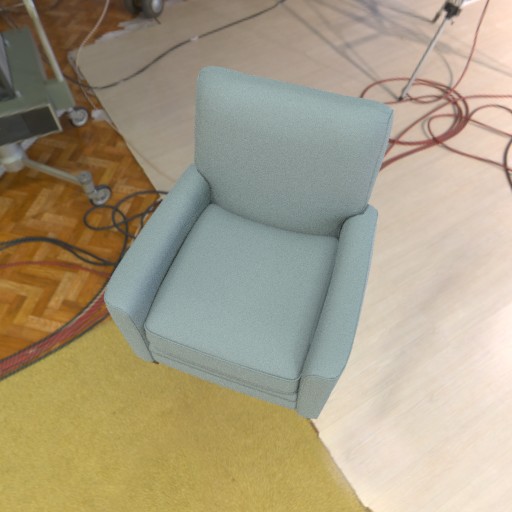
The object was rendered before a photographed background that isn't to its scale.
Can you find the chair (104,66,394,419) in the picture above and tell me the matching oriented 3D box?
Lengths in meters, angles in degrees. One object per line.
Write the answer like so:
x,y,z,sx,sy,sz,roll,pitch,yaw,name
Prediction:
0.000,0.000,1.683,0.853,1.007,0.846,17,59,10,chair
